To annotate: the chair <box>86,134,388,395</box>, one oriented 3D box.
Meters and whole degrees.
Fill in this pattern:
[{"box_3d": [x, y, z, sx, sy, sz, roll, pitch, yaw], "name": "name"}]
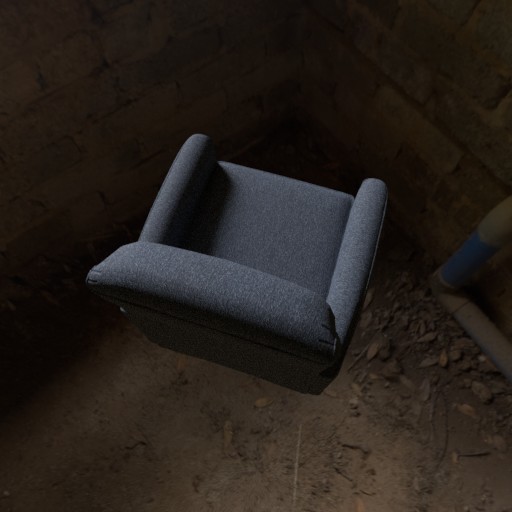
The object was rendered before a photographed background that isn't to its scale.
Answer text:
[{"box_3d": [0.000, 0.000, 1.658, 0.839, 1.016, 0.850, 16, 65, 8], "name": "chair"}]
